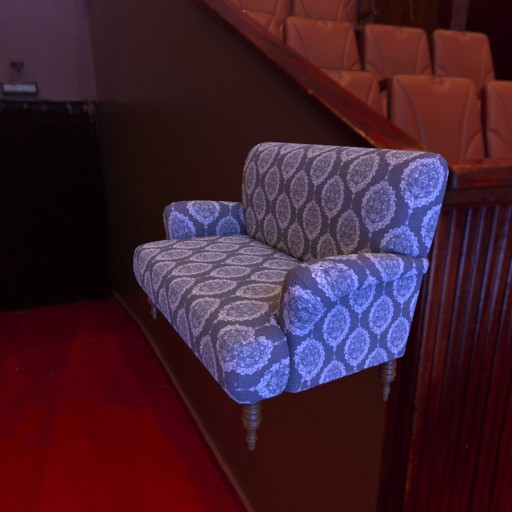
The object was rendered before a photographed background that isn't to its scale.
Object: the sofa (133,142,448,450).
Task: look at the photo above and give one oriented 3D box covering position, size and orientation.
[{"bbox_3d":[0.000,0.000,1.826,0.779,0.867,1.297,-8,18,-27],"label":"sofa"}]
